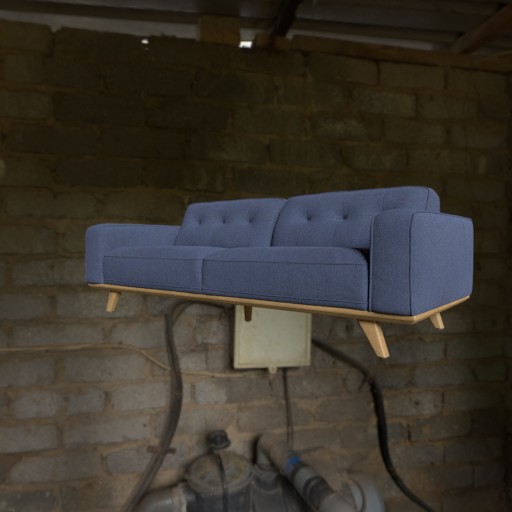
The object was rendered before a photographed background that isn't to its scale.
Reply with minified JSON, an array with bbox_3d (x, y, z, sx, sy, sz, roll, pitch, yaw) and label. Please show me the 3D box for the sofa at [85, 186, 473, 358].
[{"bbox_3d":[0.000,0.000,2.696,2.270,0.782,0.953,1,2,38],"label":"sofa"}]
